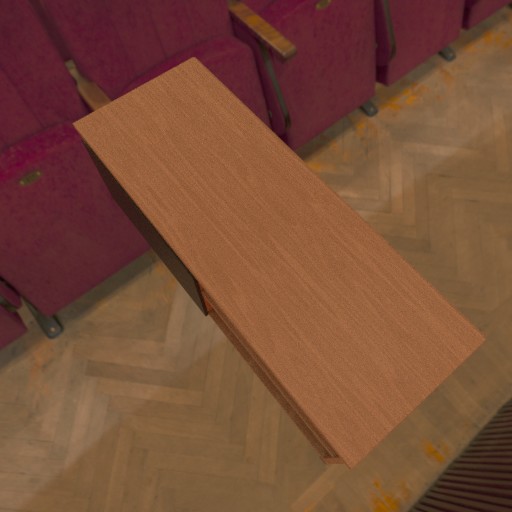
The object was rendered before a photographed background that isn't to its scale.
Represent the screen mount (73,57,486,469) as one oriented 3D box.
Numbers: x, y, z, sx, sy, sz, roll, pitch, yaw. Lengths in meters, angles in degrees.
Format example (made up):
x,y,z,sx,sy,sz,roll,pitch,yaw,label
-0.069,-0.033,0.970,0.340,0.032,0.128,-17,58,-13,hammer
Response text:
x,y,z,sx,sy,sz,roll,pitch,yaw,label
0.000,0.000,1.270,0.406,0.432,1.084,-36,70,-15,screen mount
